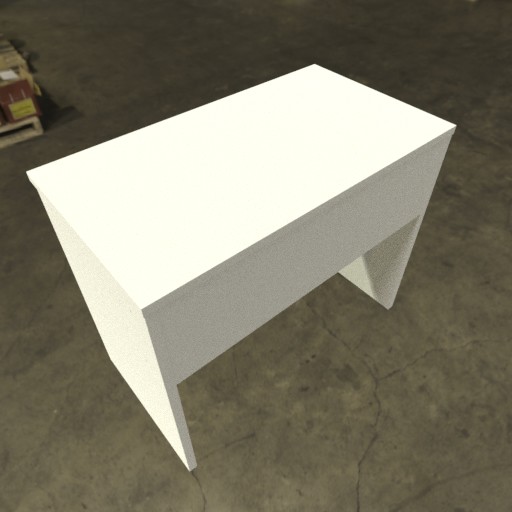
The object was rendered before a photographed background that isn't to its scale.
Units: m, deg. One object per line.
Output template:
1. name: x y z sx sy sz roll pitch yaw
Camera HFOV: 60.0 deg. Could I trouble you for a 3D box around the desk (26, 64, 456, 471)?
1. desk: 0.000 0.000 1.301 0.900 0.729 0.498 -31 53 -27
